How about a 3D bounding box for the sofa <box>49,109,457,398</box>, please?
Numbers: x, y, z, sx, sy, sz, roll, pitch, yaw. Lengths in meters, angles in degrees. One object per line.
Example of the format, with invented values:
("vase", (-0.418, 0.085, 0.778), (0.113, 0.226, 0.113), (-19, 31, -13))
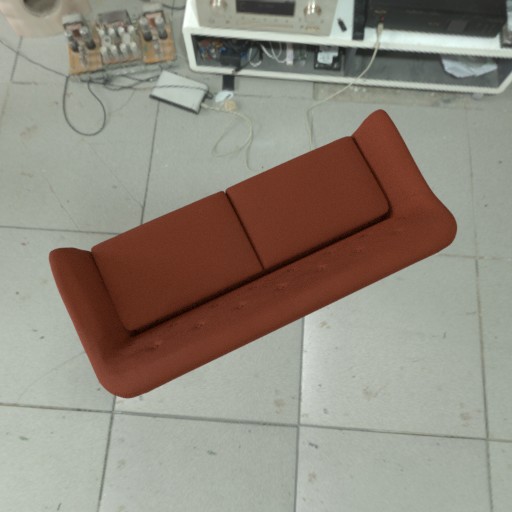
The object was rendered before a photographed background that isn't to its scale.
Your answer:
("sofa", (0.000, 0.000, 2.272), (1.840, 0.836, 0.820), (-25, 76, -7))
